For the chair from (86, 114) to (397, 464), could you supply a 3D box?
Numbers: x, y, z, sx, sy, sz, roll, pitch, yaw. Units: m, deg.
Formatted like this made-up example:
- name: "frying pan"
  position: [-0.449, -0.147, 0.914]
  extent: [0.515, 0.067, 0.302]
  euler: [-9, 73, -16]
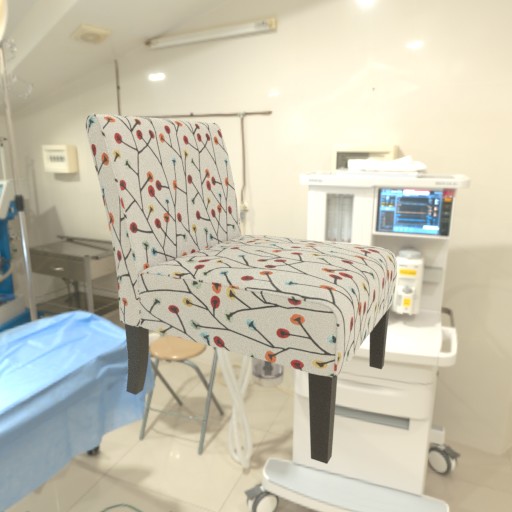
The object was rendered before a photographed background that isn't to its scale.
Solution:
- name: "chair"
  position: [0.000, 0.000, 1.341]
  extent: [0.732, 0.813, 0.597]
  euler: [8, 16, 28]
